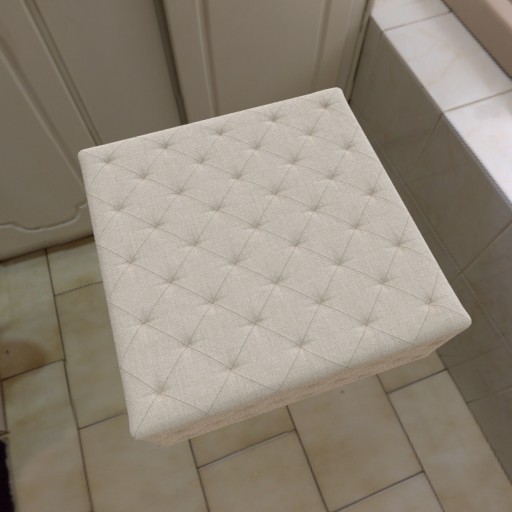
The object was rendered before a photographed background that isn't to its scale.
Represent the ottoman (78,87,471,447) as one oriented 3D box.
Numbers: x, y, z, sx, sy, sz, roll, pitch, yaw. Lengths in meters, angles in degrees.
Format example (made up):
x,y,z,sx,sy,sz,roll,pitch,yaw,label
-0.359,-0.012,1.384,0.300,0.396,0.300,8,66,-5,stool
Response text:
x,y,z,sx,sy,sz,roll,pitch,yaw,label
0.000,0.000,1.629,1.028,0.439,1.028,-16,65,-8,ottoman
